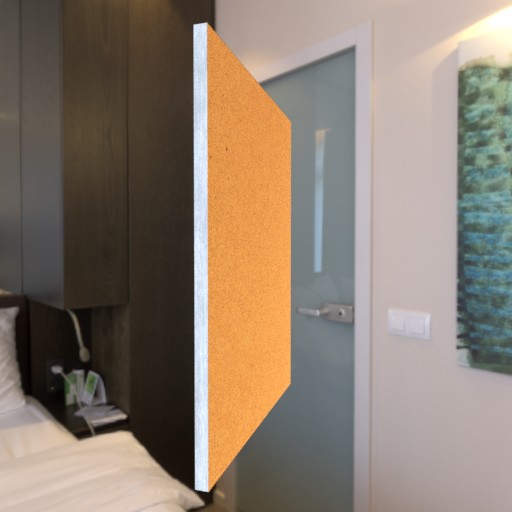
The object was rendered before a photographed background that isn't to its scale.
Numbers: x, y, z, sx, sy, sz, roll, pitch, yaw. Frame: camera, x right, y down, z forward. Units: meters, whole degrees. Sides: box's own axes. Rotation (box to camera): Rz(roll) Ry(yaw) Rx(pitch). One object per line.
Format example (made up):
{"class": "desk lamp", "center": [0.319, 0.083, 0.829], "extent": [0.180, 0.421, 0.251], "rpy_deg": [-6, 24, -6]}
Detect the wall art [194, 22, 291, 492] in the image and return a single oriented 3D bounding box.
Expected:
{"class": "wall art", "center": [0.000, 0.000, 0.811], "extent": [0.020, 0.613, 0.481], "rpy_deg": [0, 1, 17]}
